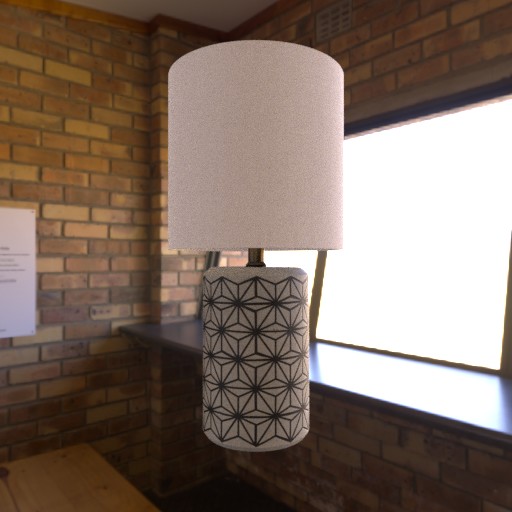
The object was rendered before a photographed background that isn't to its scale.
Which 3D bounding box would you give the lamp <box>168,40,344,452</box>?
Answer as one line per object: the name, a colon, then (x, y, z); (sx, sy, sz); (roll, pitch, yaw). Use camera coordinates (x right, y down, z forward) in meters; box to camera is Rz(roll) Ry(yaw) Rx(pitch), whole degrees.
lamp: (0.000, 0.000, 0.530); (0.206, 0.416, 0.206); (0, 0, 17)
